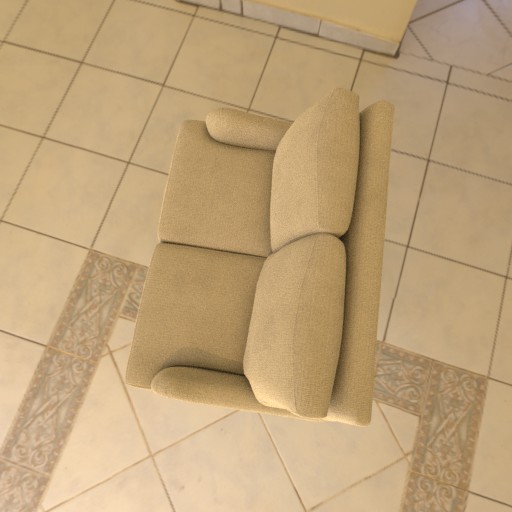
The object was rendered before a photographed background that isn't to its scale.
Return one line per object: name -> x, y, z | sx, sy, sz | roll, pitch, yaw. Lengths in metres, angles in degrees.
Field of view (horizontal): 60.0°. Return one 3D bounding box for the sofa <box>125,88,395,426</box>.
sofa -> 0.000, 0.000, 2.255 | 1.087, 0.999, 1.480 | 8, 74, 2
